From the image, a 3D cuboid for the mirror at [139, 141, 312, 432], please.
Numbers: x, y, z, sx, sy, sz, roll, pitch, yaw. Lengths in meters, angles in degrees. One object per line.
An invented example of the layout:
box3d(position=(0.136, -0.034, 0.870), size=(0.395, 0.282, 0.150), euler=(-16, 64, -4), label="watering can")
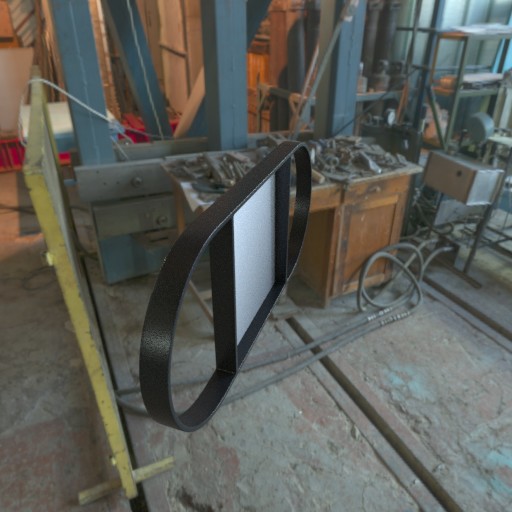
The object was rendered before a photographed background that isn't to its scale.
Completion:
box3d(position=(0.000, 0.000, 0.670), size=(0.032, 0.254, 0.584), euler=(10, 31, 17), label="mirror")
